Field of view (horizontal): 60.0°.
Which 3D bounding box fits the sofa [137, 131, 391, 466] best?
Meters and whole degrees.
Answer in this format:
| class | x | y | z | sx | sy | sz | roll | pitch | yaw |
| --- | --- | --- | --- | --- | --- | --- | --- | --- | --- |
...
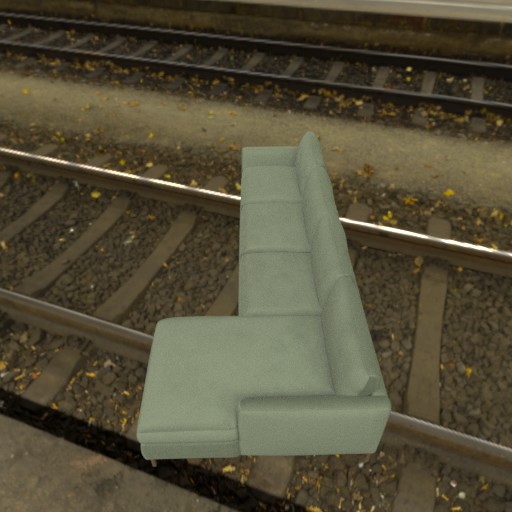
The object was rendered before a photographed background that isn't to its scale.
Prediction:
| class | x | y | z | sx | sy | sz | roll | pitch | yaw |
| --- | --- | --- | --- | --- | --- | --- | --- | --- | --- |
| sofa | 0.000 | 0.000 | 3.215 | 1.255 | 0.756 | 2.725 | -1 | 41 | -1 |
